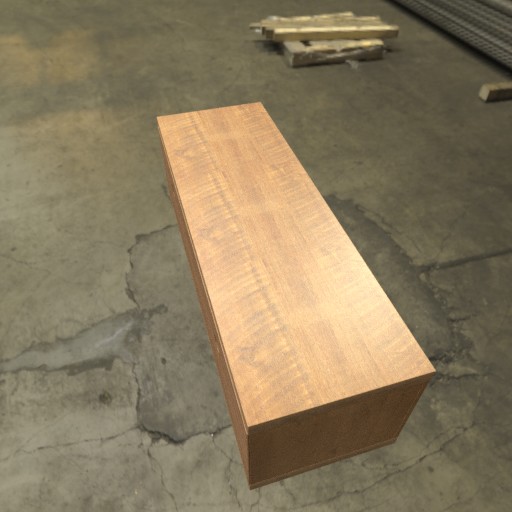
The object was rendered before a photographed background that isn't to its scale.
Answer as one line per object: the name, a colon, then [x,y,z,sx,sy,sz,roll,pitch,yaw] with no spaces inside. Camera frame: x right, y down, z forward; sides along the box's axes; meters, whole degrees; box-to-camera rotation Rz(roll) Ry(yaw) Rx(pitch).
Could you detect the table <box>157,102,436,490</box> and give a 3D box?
table: [0.000,0.000,1.747,0.499,0.491,1.499,-12,47,-12]
